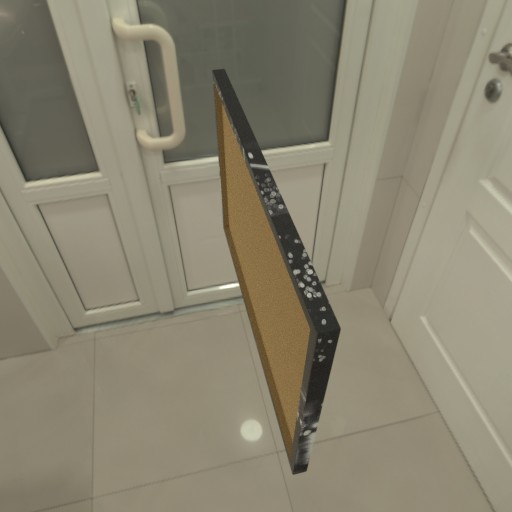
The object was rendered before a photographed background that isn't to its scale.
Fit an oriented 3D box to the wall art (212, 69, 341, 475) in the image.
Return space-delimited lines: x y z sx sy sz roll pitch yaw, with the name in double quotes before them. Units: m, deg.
"wall art" 0.000 0.000 1.171 0.038 0.609 0.914 -10 47 -9
